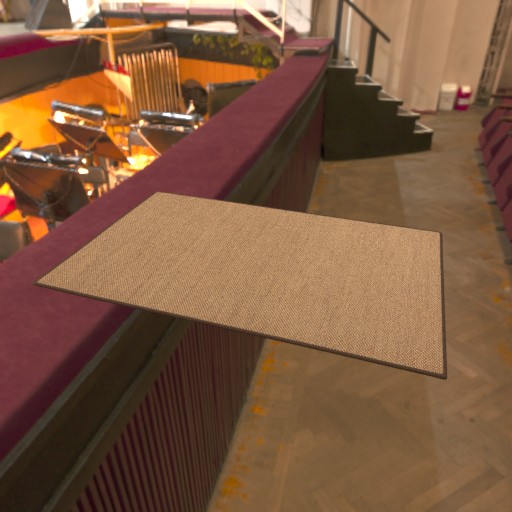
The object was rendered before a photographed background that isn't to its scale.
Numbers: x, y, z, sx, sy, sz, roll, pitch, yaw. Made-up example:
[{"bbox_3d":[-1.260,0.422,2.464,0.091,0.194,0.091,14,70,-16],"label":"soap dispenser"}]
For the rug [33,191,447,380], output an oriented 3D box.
[{"bbox_3d":[0.000,0.000,2.098,1.676,0.013,1.067,10,33,16],"label":"rug"}]
